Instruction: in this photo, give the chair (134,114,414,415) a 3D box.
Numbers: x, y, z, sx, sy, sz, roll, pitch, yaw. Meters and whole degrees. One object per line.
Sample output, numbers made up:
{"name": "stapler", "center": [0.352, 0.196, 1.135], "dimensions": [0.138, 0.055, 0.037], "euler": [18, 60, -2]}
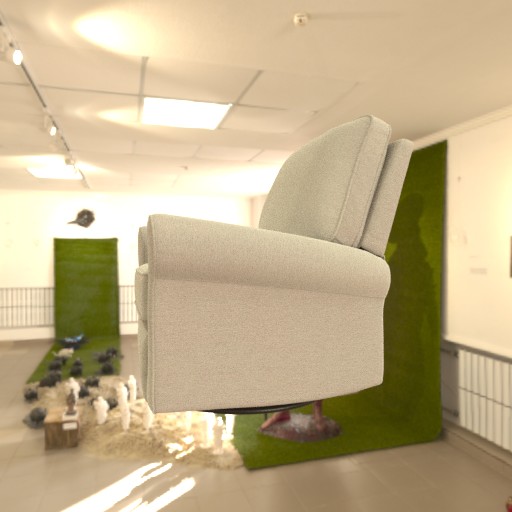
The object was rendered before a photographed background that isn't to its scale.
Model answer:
{"name": "chair", "center": [0.000, 0.000, 1.675], "dimensions": [0.878, 0.960, 0.890], "euler": [0, 1, -17]}
